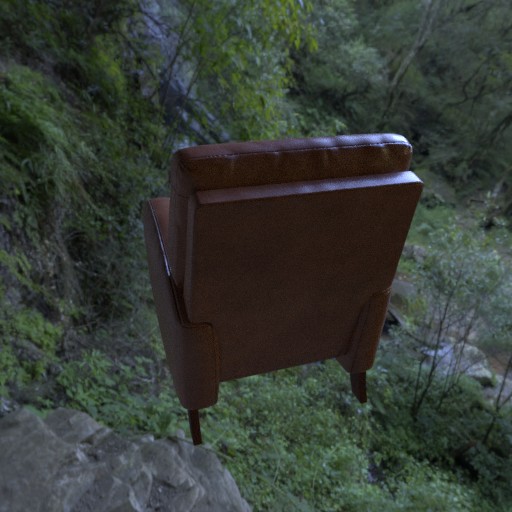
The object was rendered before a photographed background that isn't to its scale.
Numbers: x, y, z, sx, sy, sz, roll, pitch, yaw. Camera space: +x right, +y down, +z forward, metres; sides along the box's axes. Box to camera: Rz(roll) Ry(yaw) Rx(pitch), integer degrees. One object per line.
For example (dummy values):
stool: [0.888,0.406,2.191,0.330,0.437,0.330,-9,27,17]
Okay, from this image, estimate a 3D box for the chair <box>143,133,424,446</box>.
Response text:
chair: [0.000,0.000,1.645,0.762,0.990,0.990,-8,27,-16]
